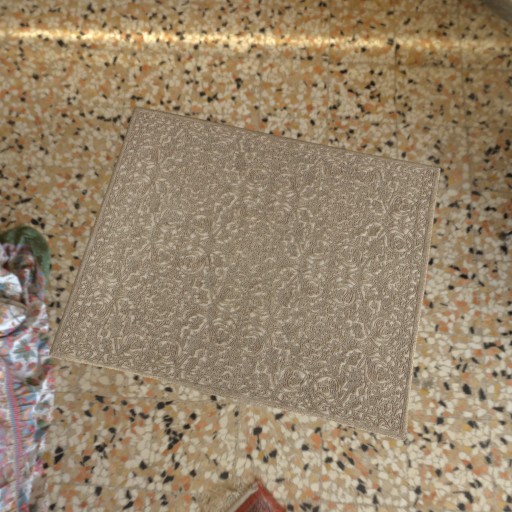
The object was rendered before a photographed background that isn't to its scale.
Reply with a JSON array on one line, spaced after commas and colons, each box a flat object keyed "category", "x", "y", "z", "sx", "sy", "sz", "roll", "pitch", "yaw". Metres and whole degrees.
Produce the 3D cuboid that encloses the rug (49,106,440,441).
[{"category": "rug", "x": 0.000, "y": 0.000, "z": 3.955, "sx": 3.017, "sy": 0.035, "sz": 2.472, "roll": 12, "pitch": 75, "yaw": 3}]
